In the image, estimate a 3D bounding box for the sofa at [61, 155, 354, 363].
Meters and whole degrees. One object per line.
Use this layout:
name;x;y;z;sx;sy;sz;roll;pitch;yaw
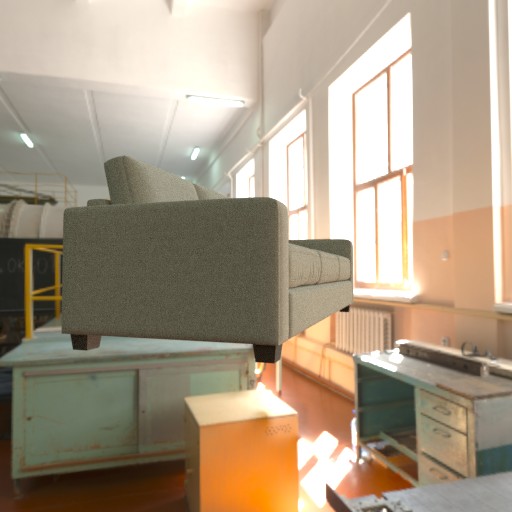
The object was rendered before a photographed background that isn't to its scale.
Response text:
sofa;0.000;0.000;2.609;0.900;0.800;2.160;-1;-2;19
